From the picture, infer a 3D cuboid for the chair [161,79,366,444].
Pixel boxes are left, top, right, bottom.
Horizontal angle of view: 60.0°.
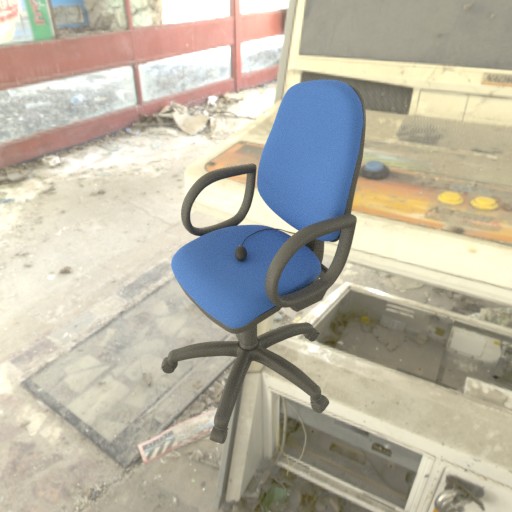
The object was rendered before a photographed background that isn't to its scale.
[{"bbox_3d":[0.000,0.000,1.264,0.549,0.905,0.552,-21,38,-29],"label":"chair"}]
